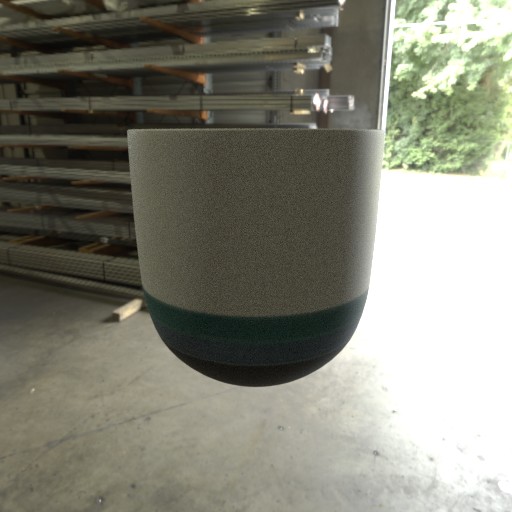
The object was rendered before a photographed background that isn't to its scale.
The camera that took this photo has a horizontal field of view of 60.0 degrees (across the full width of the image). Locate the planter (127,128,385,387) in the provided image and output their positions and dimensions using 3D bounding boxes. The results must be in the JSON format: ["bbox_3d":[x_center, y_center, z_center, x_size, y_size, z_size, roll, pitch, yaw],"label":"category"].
[{"bbox_3d":[0.000,0.000,0.391,0.204,0.214,0.204,0,15,0],"label":"planter"}]
